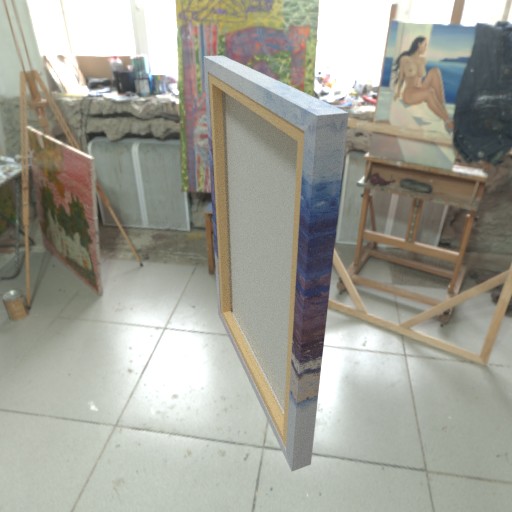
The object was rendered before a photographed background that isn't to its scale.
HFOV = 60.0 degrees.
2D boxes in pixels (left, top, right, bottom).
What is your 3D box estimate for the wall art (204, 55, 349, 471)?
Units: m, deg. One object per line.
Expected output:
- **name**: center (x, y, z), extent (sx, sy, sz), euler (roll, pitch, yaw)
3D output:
- **wall art**: center (0.000, 0.000, 0.763), extent (0.036, 0.581, 0.437), euler (-11, 33, -17)
